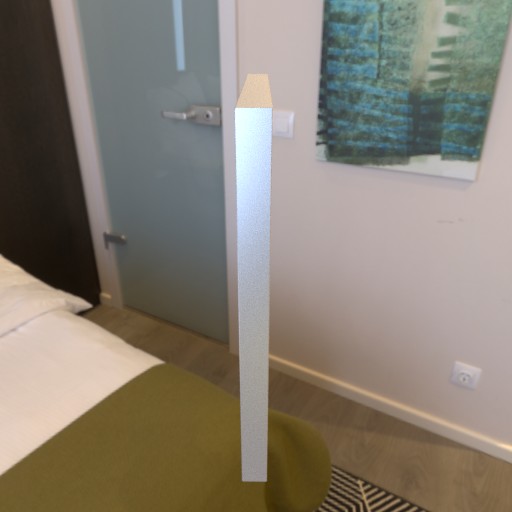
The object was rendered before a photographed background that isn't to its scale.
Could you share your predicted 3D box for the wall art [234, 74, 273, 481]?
[{"bbox_3d":[0.000,0.000,0.762,0.038,0.549,0.452,0,26,1],"label":"wall art"}]
